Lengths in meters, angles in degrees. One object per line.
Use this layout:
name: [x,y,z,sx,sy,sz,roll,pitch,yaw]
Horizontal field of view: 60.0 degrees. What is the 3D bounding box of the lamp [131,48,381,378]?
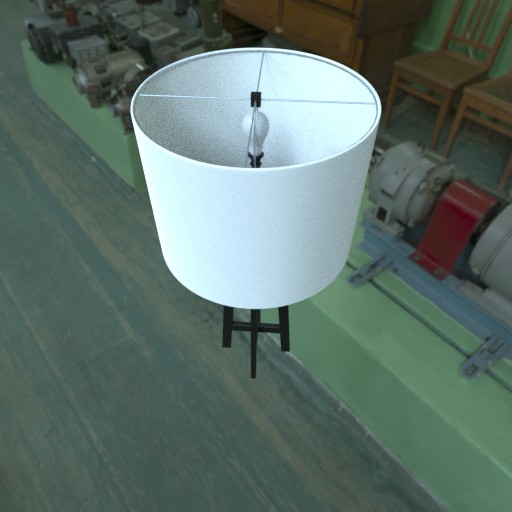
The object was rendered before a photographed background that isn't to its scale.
lamp: [0.000,0.000,0.638,0.257,0.489,0.257,-32,54,-27]
